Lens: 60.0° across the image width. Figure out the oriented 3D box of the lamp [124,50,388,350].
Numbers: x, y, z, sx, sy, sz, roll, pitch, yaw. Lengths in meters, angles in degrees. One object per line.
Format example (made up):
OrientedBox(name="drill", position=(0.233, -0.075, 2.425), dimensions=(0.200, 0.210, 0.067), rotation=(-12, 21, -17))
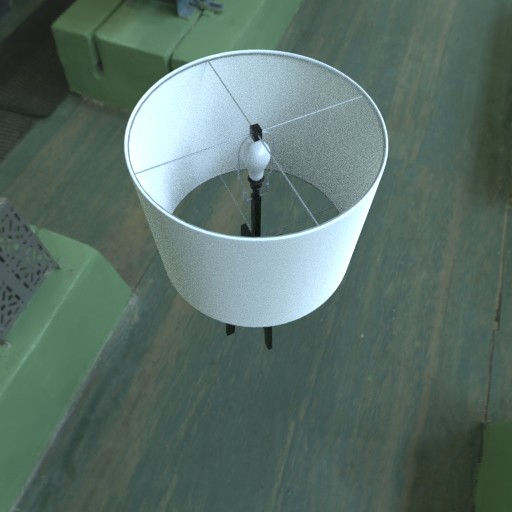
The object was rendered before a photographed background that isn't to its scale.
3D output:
OrientedBox(name="lamp", position=(0.000, 0.000, 0.643), dimensions=(0.257, 0.489, 0.257), rotation=(17, 61, 10))
